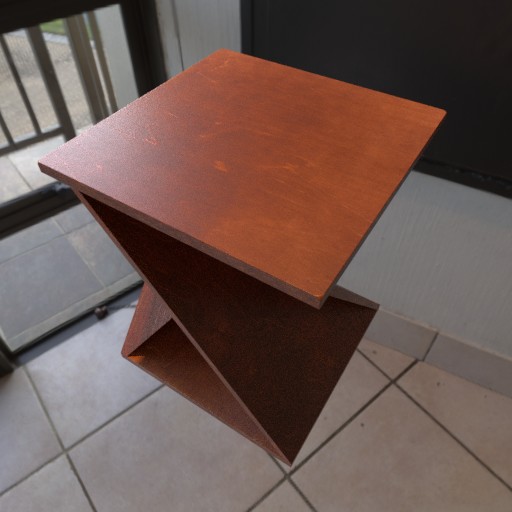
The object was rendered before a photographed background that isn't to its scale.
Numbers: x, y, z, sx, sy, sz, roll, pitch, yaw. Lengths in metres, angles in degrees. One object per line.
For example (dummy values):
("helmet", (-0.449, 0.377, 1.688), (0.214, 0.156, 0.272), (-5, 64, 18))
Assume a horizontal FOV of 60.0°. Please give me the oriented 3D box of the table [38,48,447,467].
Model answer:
("table", (0.000, 0.000, 0.830), (0.427, 0.520, 0.427), (25, 52, 21))
